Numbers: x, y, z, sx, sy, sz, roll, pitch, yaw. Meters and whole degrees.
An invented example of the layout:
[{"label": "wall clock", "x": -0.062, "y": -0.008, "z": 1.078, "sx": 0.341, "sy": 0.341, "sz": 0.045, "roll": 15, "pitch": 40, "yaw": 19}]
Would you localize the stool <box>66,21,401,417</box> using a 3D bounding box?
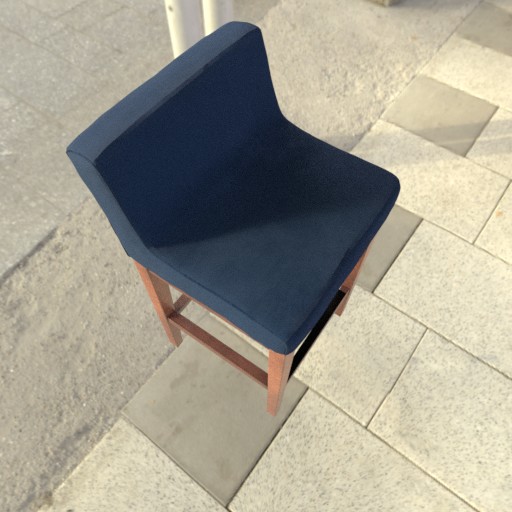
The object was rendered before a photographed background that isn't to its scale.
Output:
[{"label": "stool", "x": 0.000, "y": 0.000, "z": 1.202, "sx": 0.516, "sy": 0.945, "sz": 0.511, "roll": 31, "pitch": 63, "yaw": 18}]
